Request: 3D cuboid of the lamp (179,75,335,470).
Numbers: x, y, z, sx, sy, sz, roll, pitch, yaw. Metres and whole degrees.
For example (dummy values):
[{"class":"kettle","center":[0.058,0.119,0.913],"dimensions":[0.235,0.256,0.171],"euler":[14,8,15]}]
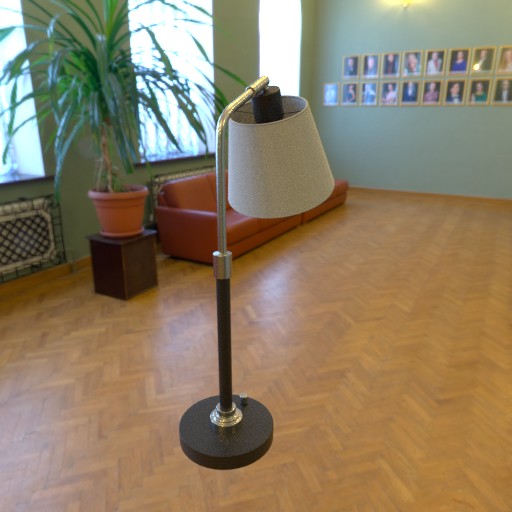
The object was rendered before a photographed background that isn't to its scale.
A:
[{"class":"lamp","center":[0.000,0.000,0.705],"dimensions":[0.181,0.539,0.348],"euler":[9,20,26]}]
